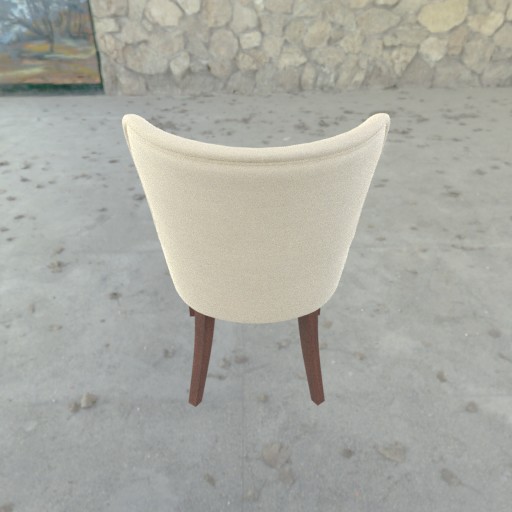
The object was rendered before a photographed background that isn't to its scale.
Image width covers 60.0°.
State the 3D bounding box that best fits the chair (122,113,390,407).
[{"bbox_3d":[0.000,0.000,1.476,0.696,0.990,0.744,0,31,-1],"label":"chair"}]
